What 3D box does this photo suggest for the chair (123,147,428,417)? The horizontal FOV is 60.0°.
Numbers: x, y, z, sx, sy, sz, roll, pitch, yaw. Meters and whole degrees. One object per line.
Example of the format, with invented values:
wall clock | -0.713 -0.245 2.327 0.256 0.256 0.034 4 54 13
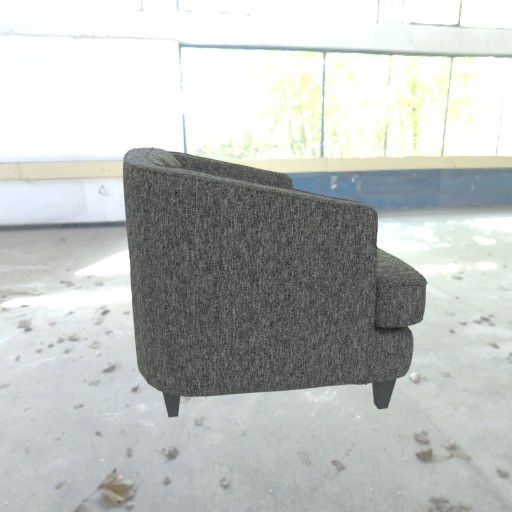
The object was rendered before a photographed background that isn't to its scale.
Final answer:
chair | 0.000 0.000 1.795 0.941 0.852 1.104 -3 16 -10
